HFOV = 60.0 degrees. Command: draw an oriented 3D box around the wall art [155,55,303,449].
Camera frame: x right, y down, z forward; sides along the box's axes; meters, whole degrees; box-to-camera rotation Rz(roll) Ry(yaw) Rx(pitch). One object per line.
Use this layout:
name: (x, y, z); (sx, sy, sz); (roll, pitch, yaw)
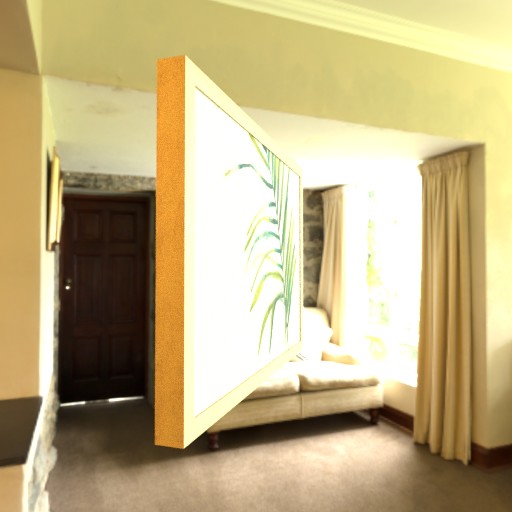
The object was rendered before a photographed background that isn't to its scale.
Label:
wall art: (0.000, 0.000, 0.685); (0.032, 0.380, 0.532); (0, -1, 18)
